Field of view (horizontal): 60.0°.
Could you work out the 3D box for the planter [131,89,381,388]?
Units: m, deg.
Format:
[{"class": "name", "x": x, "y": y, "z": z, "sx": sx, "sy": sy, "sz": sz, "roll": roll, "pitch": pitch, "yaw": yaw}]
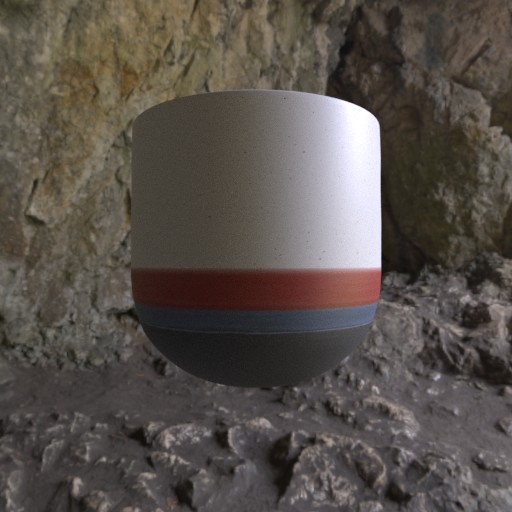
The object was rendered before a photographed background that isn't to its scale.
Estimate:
[{"class": "planter", "x": 0.000, "y": 0.000, "z": 0.493, "sx": 0.268, "sy": 0.270, "sz": 0.268, "roll": 0, "pitch": -1, "yaw": 0}]
